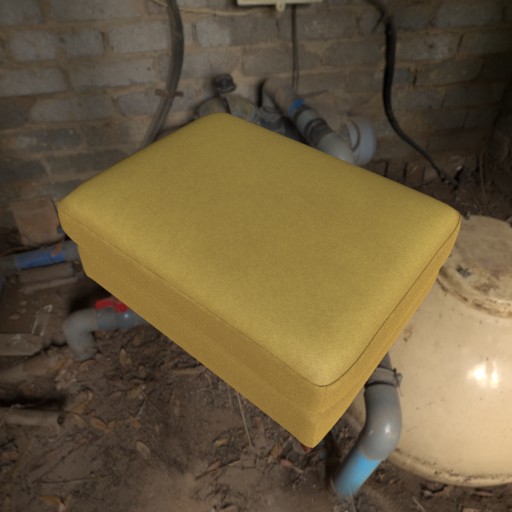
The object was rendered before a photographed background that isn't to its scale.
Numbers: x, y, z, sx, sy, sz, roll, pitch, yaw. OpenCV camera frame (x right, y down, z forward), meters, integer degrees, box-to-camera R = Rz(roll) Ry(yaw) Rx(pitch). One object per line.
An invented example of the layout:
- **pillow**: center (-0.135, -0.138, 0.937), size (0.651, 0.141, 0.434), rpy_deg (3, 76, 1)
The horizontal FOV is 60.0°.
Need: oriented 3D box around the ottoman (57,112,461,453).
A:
- **ottoman**: center (0.000, 0.000, 1.156), size (0.811, 0.449, 0.608), rpy_deg (30, 53, 26)
